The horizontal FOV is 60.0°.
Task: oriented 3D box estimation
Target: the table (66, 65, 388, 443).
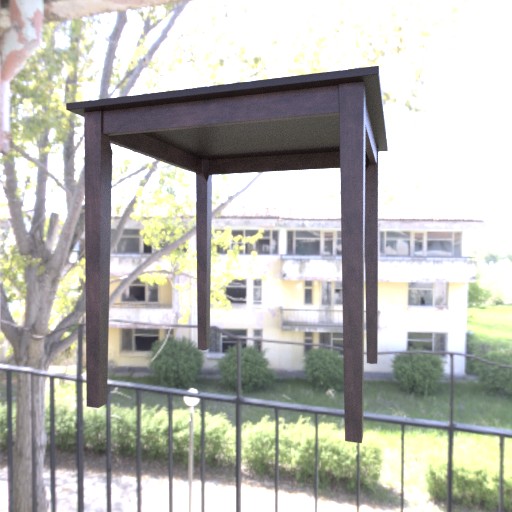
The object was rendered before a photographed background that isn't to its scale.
[{"bbox_3d":[0.000,0.000,1.349,0.749,0.770,0.749,0,1,18],"label":"table"}]
